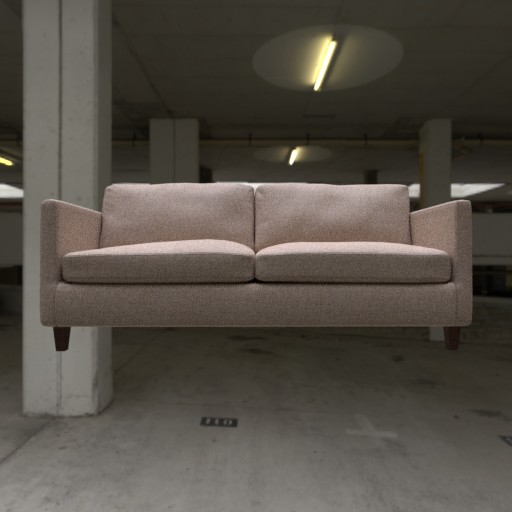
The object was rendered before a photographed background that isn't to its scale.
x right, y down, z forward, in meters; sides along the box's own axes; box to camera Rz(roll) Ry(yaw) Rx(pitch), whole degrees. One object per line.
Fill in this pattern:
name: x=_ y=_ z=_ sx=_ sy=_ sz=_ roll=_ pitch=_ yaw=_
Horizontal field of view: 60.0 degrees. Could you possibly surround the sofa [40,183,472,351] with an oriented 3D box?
sofa: x=0.000 y=0.000 z=2.675 sx=2.208 sy=0.965 sz=0.951 roll=0 pitch=0 yaw=-1
